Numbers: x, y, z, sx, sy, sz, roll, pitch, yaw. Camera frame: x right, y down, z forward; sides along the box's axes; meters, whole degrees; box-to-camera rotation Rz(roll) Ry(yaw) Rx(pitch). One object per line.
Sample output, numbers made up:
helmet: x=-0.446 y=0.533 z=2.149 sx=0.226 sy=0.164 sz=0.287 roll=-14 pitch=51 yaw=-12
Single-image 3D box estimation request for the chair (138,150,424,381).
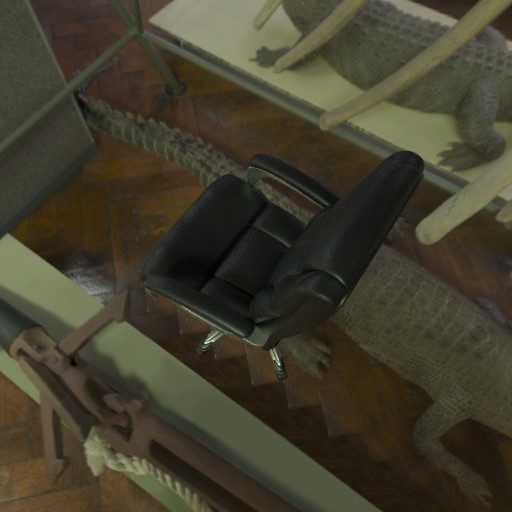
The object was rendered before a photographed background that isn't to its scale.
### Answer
chair: x=0.000 y=0.000 z=1.582 sx=0.739 sy=1.155 sz=0.663 roll=31 pitch=67 yaw=15
